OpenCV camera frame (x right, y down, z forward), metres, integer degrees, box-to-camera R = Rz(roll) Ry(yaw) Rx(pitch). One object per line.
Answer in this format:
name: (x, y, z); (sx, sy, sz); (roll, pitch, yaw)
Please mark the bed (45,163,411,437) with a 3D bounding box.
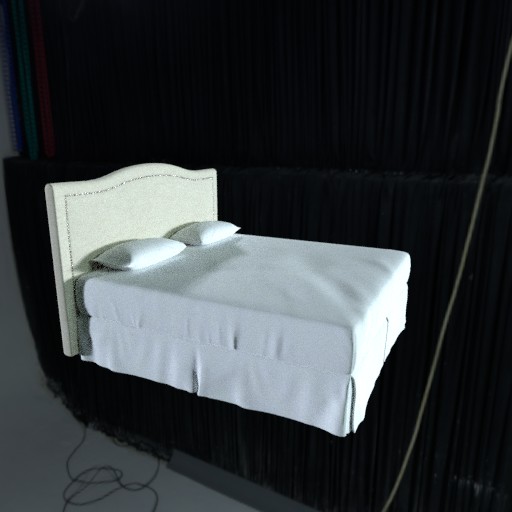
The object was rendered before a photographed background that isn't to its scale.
bed: (0.000, 0.000, 3.571); (2.182, 1.421, 2.083); (7, 16, 26)
